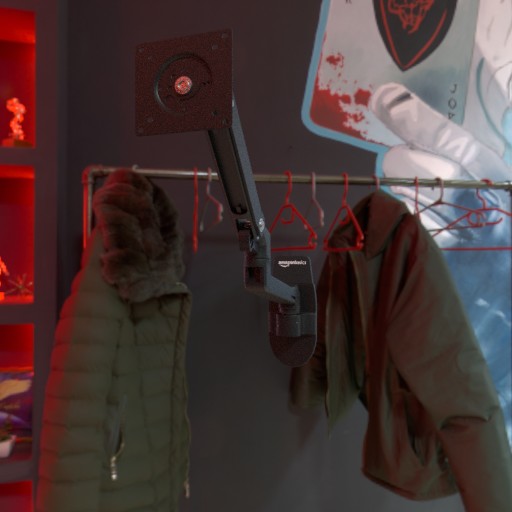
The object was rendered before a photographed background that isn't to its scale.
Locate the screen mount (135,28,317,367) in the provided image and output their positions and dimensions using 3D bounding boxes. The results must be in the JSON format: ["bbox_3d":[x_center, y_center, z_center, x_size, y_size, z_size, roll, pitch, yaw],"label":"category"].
[{"bbox_3d":[0.000,0.000,0.704,0.115,0.466,0.495,0,0,19],"label":"screen mount"}]
